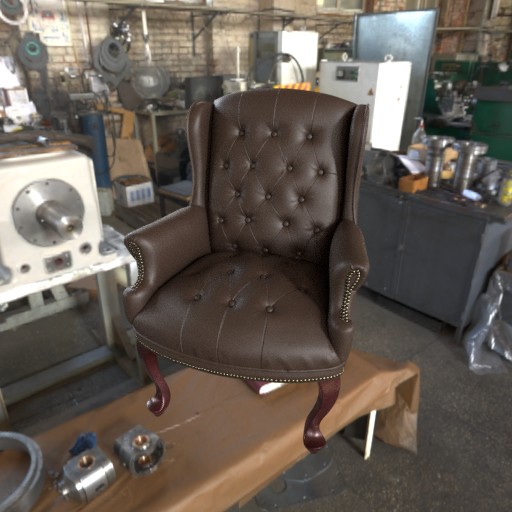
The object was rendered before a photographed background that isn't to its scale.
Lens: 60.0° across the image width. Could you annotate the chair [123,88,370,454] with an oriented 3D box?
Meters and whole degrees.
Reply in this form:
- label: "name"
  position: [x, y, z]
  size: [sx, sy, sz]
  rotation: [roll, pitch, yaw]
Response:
- label: "chair"
  position: [0.000, 0.000, 1.652]
  size: [0.829, 1.132, 0.819]
  rotation: [7, 25, 15]
